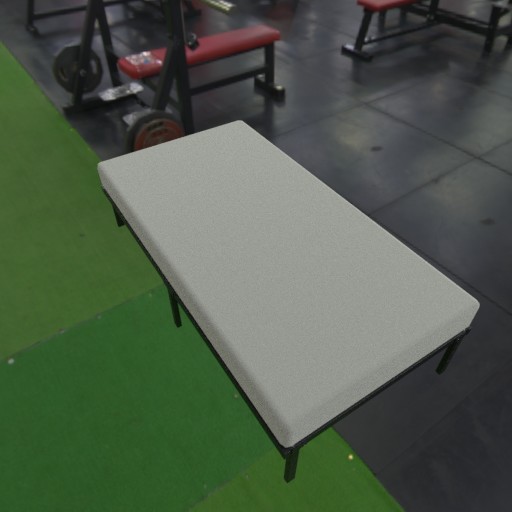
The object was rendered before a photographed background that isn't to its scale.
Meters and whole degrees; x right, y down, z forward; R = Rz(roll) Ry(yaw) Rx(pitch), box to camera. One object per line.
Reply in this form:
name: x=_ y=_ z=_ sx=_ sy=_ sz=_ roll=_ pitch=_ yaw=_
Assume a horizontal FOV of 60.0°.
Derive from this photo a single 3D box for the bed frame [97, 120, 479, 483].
bed frame: x=0.000 y=0.000 z=3.248 sx=1.393 sy=0.680 sz=2.635 roll=-24 pitch=49 yaw=-23
